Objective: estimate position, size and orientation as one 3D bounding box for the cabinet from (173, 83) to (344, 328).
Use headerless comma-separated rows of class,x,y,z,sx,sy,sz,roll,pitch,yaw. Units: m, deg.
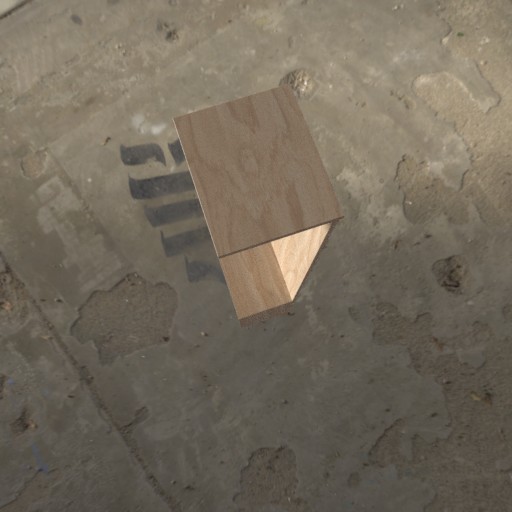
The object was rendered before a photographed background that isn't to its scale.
cabinet,0.000,0.000,2.072,0.338,1.879,0.411,-18,76,-5
